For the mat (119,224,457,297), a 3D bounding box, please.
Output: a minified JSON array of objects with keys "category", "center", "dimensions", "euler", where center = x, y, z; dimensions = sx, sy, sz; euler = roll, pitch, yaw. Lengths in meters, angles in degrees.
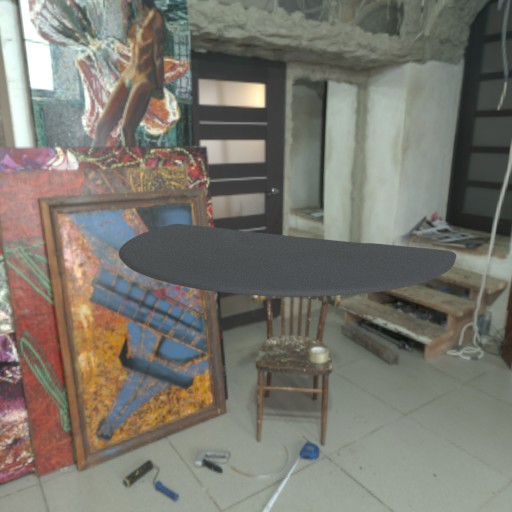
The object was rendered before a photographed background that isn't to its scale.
[{"category":"mat","center":[0.000,0.000,1.882],"dimensions":[1.525,0.016,0.917],"euler":[7,16,25]}]
